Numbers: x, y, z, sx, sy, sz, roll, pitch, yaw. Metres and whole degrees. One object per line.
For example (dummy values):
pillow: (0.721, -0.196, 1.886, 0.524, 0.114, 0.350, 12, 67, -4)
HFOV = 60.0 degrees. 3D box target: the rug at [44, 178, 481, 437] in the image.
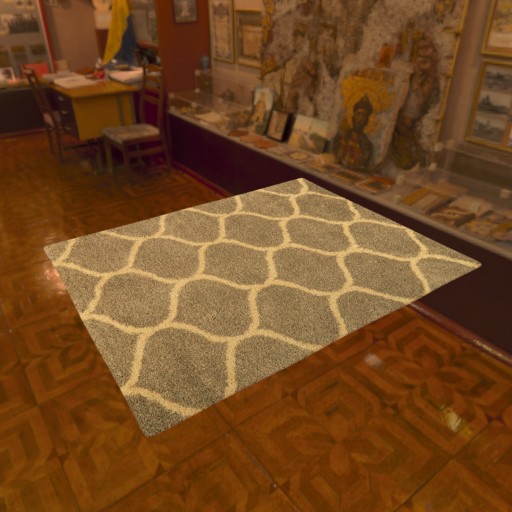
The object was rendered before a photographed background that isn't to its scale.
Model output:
rug: (0.000, 0.000, 3.856, 3.000, 0.026, 2.399, -19, 36, -29)
